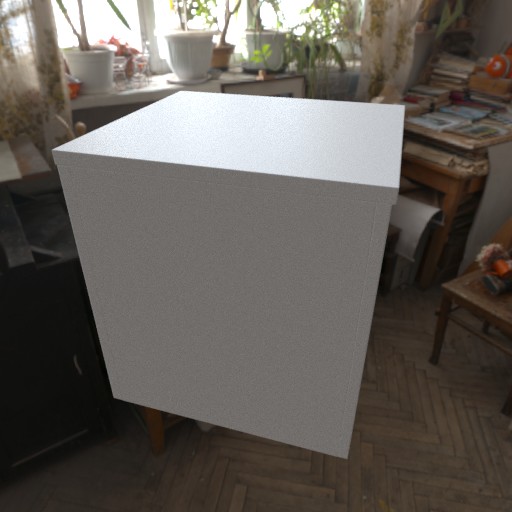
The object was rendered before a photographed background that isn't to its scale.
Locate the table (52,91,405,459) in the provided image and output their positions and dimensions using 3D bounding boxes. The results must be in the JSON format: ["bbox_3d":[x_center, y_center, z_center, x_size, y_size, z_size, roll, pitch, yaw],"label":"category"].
[{"bbox_3d":[0.000,0.000,0.778,0.420,0.460,0.380,9,33,14],"label":"table"}]
